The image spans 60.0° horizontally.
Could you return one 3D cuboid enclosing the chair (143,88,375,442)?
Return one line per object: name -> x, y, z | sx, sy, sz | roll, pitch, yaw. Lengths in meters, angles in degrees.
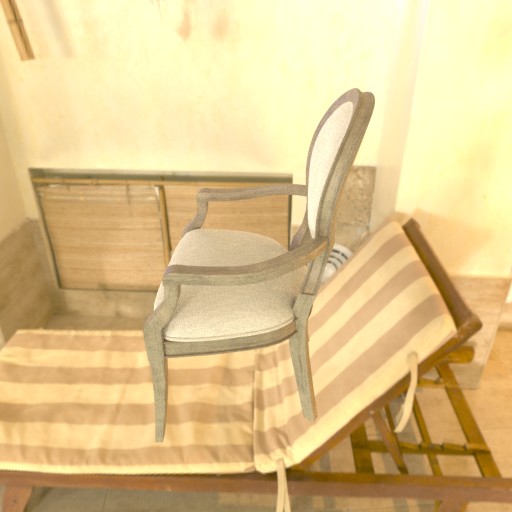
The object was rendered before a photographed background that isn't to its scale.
chair -> 0.000, 0.000, 1.387 | 0.602, 0.991, 0.611 | 1, 29, 2
